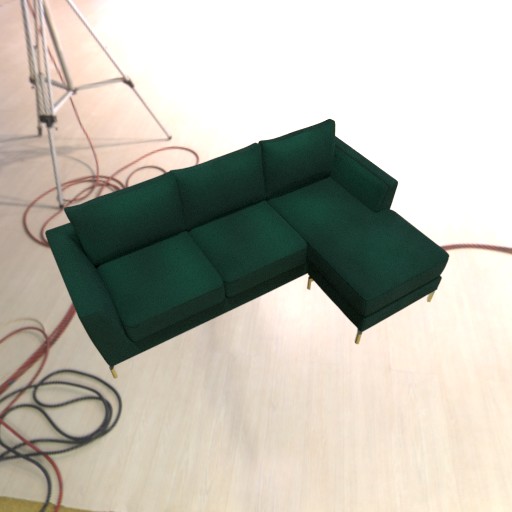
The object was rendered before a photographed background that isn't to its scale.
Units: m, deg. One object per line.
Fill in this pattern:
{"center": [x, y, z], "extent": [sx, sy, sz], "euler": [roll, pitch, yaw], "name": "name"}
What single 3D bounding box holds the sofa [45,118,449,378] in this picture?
{"center": [0.000, 0.000, 3.152], "extent": [2.441, 1.007, 1.489], "euler": [-24, 51, -21], "name": "sofa"}
